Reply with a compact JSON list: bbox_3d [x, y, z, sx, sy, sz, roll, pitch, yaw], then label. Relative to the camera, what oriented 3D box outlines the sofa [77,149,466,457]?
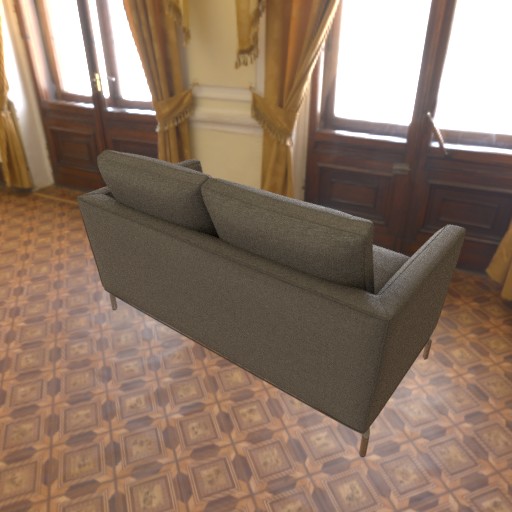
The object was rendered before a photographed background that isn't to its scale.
[{"bbox_3d":[0.000,0.000,2.082,1.594,0.924,0.803,21,35,32],"label":"sofa"}]
